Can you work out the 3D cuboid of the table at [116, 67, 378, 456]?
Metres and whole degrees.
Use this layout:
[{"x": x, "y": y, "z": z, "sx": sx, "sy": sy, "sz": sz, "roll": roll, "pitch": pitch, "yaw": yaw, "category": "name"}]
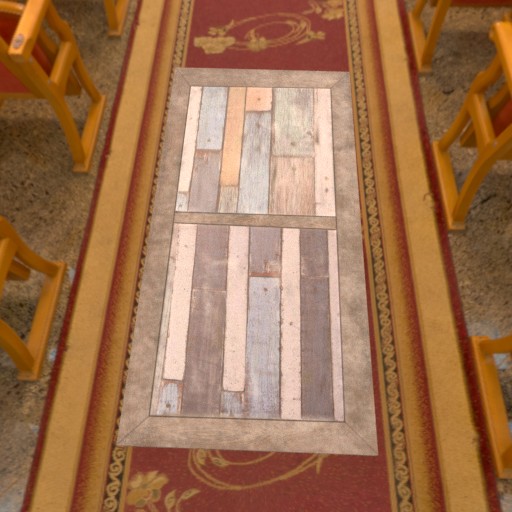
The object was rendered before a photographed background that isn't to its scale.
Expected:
[{"x": 0.000, "y": 0.000, "z": 1.501, "sx": 0.610, "sy": 0.470, "sz": 1.219, "roll": 2, "pitch": 65, "yaw": 1, "category": "table"}]
